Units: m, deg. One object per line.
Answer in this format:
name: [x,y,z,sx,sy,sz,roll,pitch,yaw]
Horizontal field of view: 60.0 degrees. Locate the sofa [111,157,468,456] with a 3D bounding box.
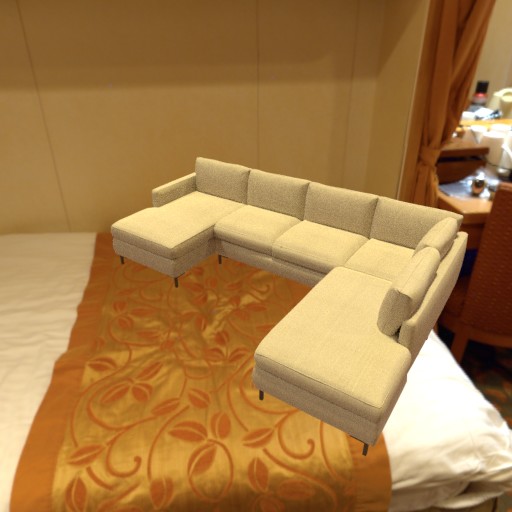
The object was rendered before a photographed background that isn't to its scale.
sofa: [0.000,0.000,3.466,2.737,0.756,1.879,19,34,29]
